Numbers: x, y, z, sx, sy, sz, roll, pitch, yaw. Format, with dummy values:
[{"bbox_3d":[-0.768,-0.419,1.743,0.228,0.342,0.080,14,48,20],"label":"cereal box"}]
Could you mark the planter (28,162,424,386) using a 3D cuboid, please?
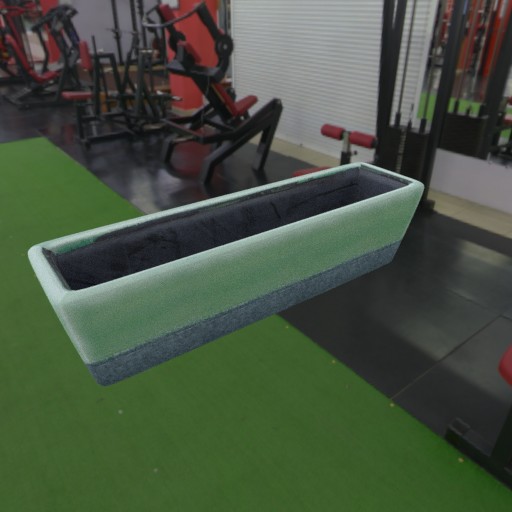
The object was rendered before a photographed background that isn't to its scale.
[{"bbox_3d":[0.000,0.000,0.314,0.275,0.072,0.072,-19,35,-30],"label":"planter"}]
